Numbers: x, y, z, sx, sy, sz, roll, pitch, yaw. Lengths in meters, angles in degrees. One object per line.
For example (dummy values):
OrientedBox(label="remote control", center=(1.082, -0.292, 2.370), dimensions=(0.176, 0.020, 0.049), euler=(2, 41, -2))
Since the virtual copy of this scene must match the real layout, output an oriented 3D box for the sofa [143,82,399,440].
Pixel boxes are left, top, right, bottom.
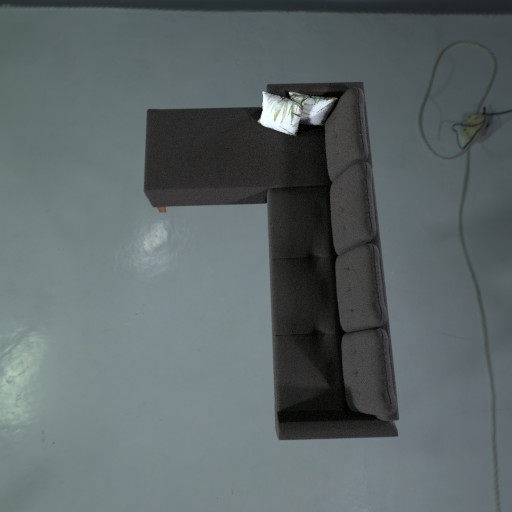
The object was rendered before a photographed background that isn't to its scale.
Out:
OrientedBox(label="sofa", center=(0.000, 0.000, 3.503), dimensions=(1.829, 0.932, 2.679), euler=(-2, 75, 0))
